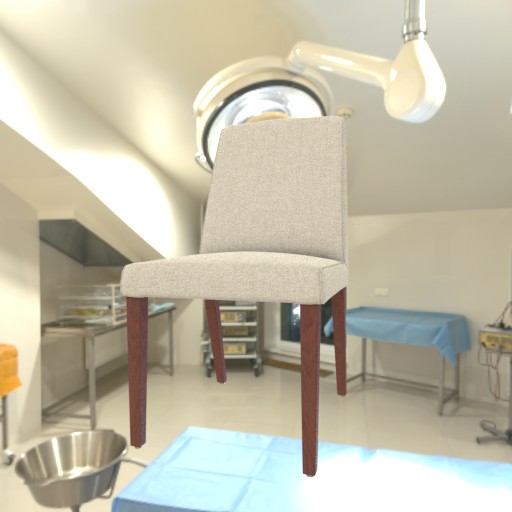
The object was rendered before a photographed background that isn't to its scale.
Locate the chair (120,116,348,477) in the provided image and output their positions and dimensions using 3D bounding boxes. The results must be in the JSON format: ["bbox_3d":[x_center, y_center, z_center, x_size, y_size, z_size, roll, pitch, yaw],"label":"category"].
[{"bbox_3d":[0.000,0.000,1.231,0.480,0.900,0.594,0,1,18],"label":"chair"}]
